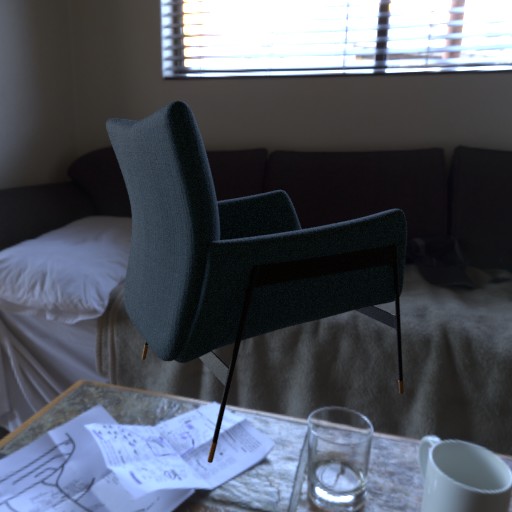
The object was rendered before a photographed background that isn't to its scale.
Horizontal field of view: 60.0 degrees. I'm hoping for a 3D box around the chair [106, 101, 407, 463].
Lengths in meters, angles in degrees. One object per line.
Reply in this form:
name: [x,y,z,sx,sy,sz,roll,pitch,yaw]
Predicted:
chair: [0.000,0.000,1.419,0.769,0.859,0.678,-8,16,-28]
